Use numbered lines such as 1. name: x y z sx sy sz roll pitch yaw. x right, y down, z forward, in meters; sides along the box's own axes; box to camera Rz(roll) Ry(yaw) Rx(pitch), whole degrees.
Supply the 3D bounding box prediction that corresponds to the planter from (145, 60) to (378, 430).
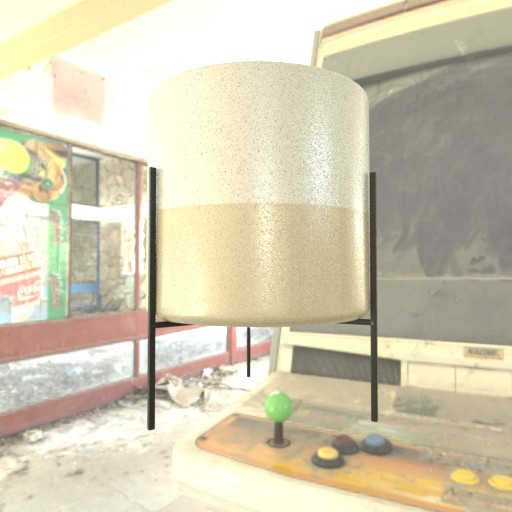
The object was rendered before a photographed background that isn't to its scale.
1. planter: 0.000 0.000 0.724 0.368 0.484 0.359 1 -2 -36
